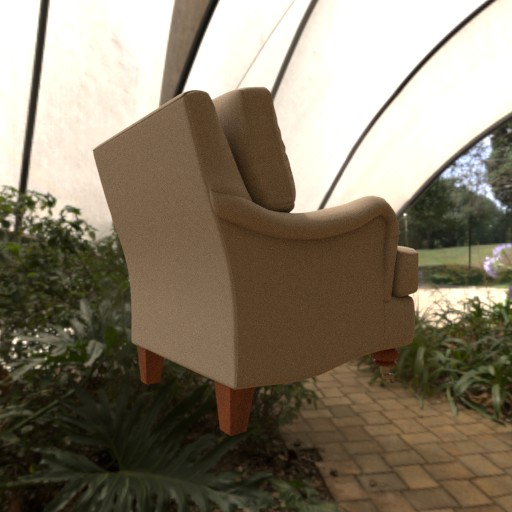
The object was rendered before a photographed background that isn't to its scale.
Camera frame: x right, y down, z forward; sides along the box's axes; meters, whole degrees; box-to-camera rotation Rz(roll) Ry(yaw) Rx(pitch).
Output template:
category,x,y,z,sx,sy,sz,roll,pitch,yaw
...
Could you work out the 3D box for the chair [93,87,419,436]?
category,x,y,z,sx,sy,sz,roll,pitch,yaw
chair,0.000,0.000,1.821,1.078,1.076,0.895,0,1,-36
